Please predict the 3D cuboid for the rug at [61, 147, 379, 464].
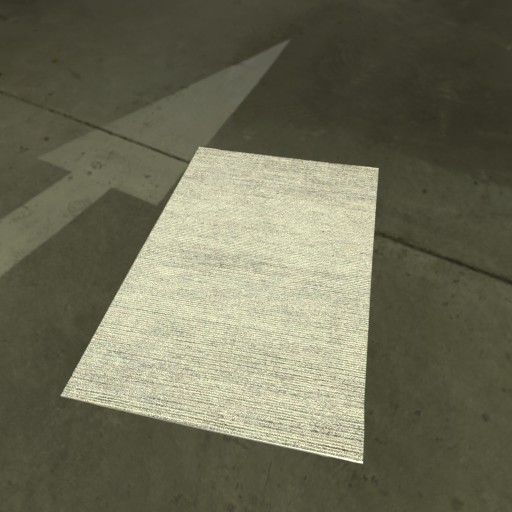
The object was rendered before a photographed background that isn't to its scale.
[{"bbox_3d":[0.000,0.000,2.223,1.159,0.021,1.789,9,47,9],"label":"rug"}]
